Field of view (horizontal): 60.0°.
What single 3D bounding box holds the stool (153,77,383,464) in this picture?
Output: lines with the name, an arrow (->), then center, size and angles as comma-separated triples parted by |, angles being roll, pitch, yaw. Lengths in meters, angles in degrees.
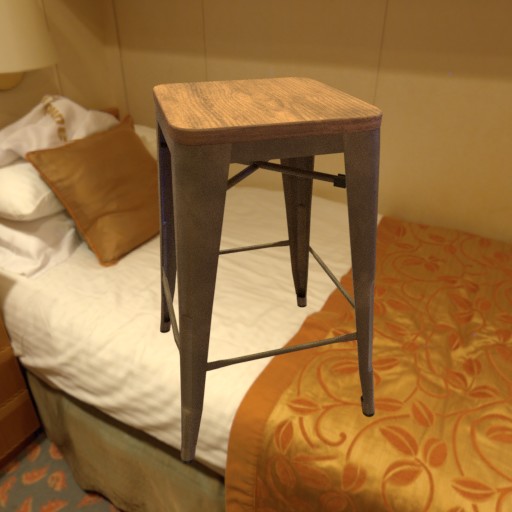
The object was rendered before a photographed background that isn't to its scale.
stool -> 0.000, 0.000, 0.883 | 0.407, 0.607, 0.407 | -9, 32, -14
